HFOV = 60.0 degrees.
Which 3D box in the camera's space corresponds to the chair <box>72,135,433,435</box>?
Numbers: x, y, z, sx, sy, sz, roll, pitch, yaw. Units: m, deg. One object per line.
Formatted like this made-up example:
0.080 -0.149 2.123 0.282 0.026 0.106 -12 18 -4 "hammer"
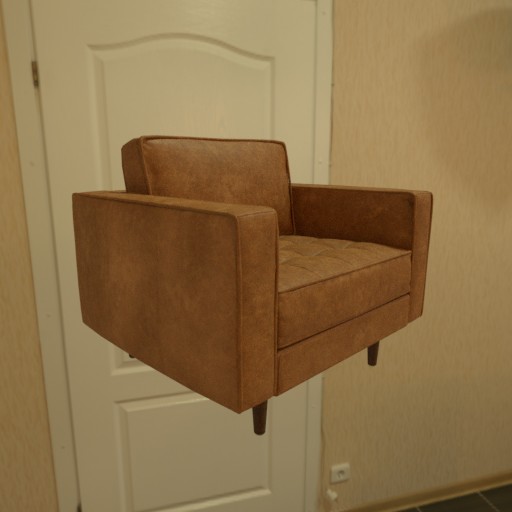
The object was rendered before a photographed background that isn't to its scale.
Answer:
0.000 0.000 1.464 0.928 0.767 0.798 -12 17 -44 "chair"
